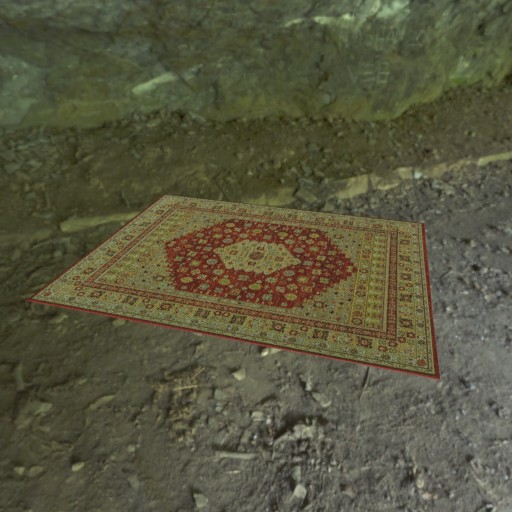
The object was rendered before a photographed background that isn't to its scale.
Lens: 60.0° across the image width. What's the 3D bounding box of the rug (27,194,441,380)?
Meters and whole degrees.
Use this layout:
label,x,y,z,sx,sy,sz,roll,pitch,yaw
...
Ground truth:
label,x,y,z,sx,sy,sz,roll,pitch,yaw
rug,0.000,0.000,4.093,3.053,0.013,2.387,8,30,14
